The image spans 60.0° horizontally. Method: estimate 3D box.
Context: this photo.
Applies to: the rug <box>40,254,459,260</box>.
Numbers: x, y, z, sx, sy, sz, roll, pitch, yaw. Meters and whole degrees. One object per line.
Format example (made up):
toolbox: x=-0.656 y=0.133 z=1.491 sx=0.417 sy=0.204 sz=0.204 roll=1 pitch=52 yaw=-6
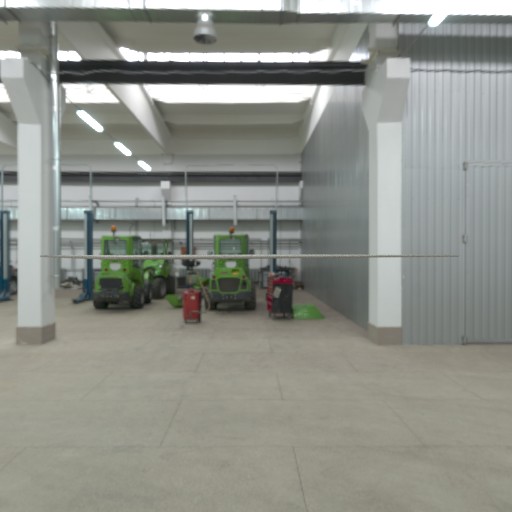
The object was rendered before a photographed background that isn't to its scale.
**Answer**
rug: x=0.000 y=0.000 z=3.017 sx=2.438 sy=0.011 sz=1.524 roll=0 pitch=1 yaw=-36
